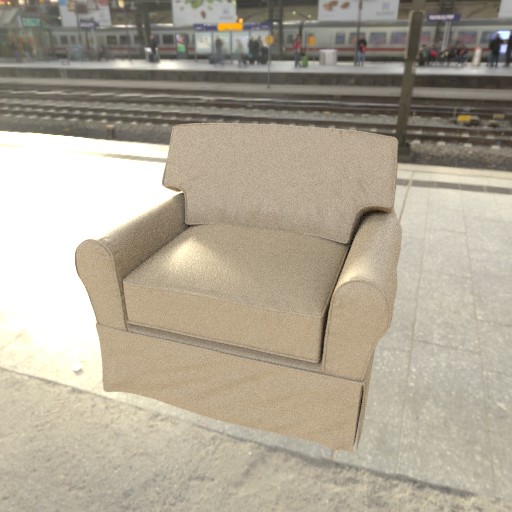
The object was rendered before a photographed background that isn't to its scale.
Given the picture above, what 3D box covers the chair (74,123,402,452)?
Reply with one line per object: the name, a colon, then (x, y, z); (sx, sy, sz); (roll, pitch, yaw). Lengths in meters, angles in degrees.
chair: (0.000, 0.000, 1.784); (1.096, 0.937, 0.903); (8, 27, 17)
